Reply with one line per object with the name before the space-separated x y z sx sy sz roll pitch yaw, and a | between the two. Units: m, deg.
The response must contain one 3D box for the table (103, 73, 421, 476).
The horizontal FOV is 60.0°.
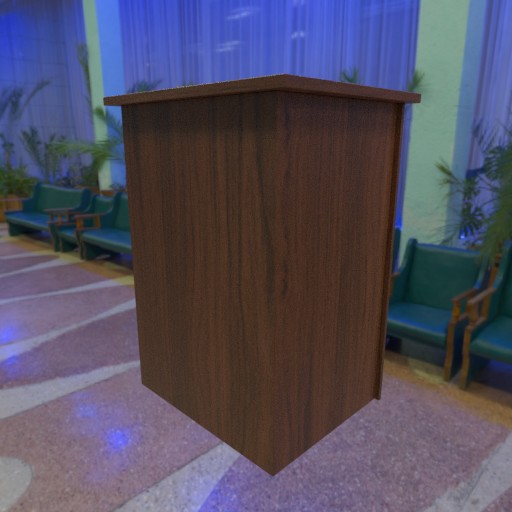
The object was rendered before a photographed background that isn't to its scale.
table | 0.000 0.000 0.930 0.480 0.636 0.381 14 21 43
